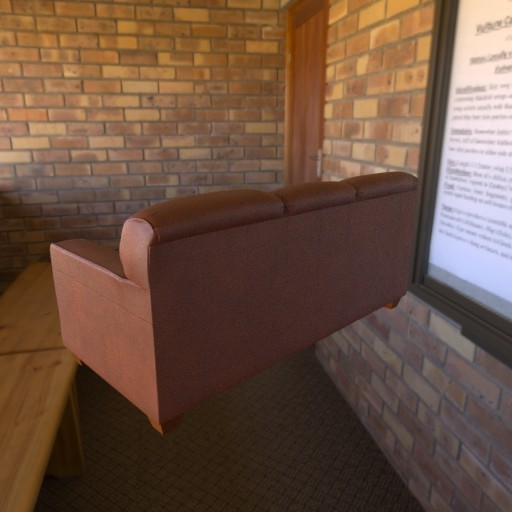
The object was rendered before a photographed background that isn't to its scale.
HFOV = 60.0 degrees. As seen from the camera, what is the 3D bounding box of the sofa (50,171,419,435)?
[{"bbox_3d":[0.000,0.000,2.613,2.039,0.953,1.008,-16,22,-42],"label":"sofa"}]
